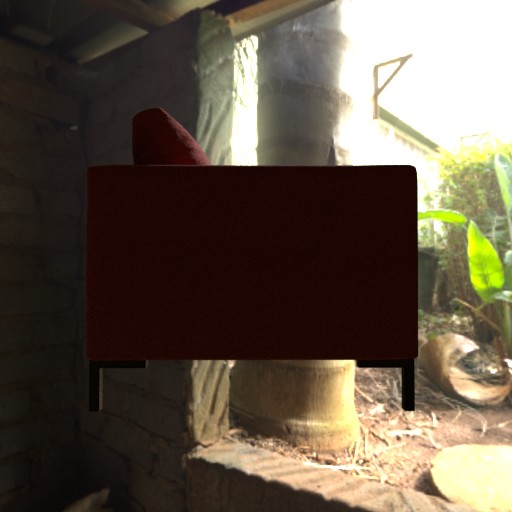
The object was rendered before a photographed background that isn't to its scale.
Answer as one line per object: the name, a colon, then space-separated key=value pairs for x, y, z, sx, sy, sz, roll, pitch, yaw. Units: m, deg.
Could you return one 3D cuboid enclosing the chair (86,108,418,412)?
chair: x=0.000 y=0.000 z=1.581 sx=0.875 sy=0.812 sz=0.964 roll=0 pitch=-2 yaw=0
